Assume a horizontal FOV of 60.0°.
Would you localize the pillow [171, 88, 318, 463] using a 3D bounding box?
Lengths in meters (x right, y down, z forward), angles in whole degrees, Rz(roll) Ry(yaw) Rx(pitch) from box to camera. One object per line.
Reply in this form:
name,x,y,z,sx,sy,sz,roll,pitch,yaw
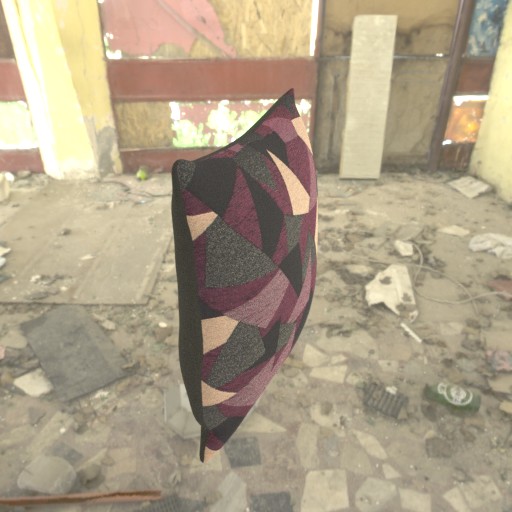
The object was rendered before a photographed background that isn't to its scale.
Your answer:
pillow,0.000,0.000,0.784,0.208,0.496,0.503,10,32,16
